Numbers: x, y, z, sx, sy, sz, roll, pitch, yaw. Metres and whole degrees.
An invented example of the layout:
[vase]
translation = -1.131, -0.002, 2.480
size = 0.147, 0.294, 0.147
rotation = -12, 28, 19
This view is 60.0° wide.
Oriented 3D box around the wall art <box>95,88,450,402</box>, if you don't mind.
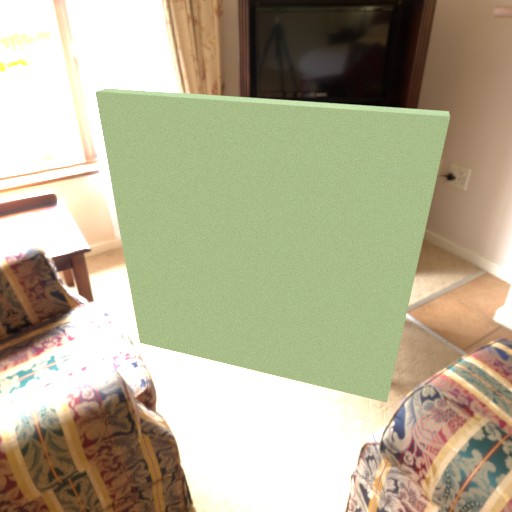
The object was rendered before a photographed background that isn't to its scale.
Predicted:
[wall art]
translation = 0.000, 0.000, 0.891
size = 0.603, 0.603, 0.036
rotation = 10, 32, 15
